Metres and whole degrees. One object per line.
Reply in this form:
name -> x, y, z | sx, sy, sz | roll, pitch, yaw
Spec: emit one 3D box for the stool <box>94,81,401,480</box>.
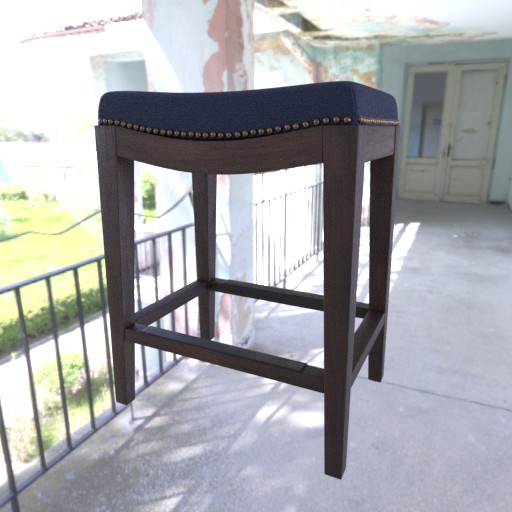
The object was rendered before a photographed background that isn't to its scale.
stool -> 0.000, 0.000, 0.921 | 0.500, 0.642, 0.361 | 8, 18, 25
